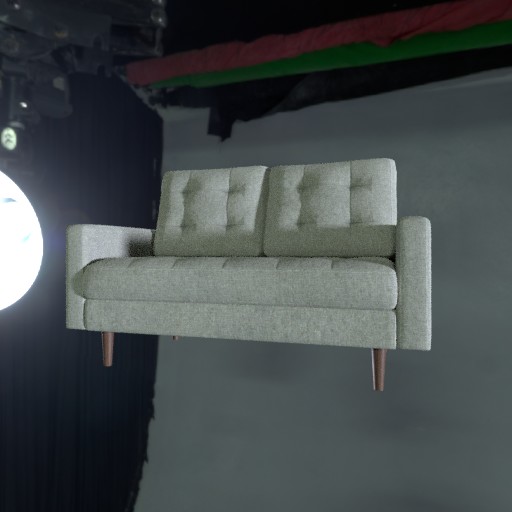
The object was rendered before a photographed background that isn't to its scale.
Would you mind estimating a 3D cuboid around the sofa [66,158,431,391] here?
[{"bbox_3d":[0.000,0.000,1.972,1.407,0.907,0.842,0,0,17],"label":"sofa"}]
